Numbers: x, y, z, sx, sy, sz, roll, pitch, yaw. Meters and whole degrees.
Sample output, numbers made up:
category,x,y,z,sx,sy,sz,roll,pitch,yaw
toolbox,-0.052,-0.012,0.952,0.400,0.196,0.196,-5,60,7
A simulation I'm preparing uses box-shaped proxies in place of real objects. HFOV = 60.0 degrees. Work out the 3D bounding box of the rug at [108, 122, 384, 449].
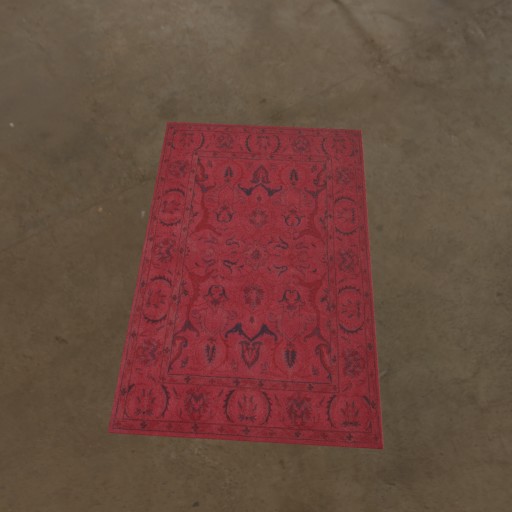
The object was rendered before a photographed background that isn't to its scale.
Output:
category,x,y,z,sx,sy,sz,roll,pitch,yaw
rug,0.000,0.000,2.343,1.209,0.008,1.814,3,63,1
